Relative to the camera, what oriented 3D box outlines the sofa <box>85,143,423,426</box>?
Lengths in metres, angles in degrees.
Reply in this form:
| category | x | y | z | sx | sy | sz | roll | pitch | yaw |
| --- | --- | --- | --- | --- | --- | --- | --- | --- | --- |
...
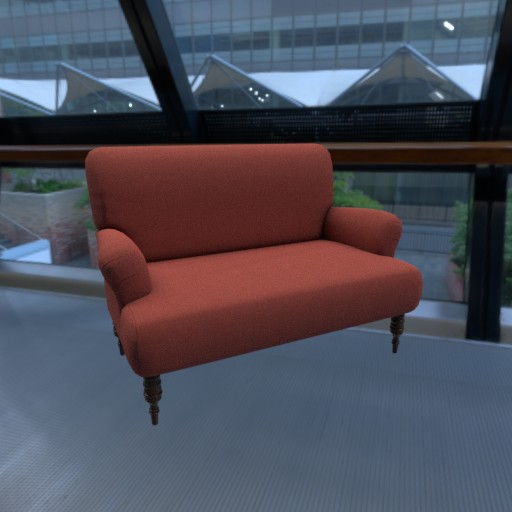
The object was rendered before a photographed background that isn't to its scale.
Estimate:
| category | x | y | z | sx | sy | sz | roll | pitch | yaw |
| --- | --- | --- | --- | --- | --- | --- | --- | --- | --- |
| sofa | 0.000 | 0.000 | 1.871 | 1.297 | 0.889 | 0.779 | -8 | 18 | -26 |
